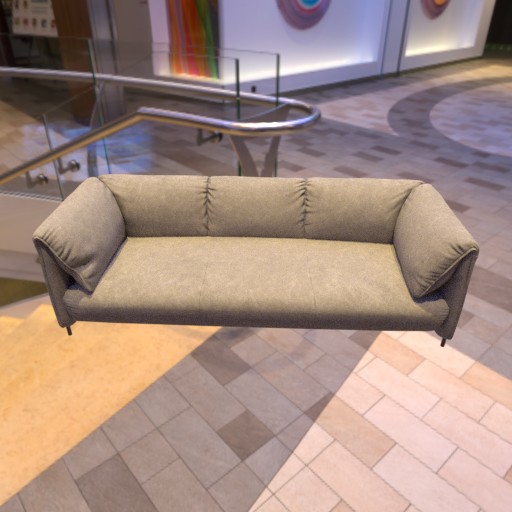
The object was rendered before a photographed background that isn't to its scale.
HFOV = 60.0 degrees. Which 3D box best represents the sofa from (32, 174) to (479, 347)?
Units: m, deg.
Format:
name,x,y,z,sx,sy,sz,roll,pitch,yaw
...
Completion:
name,x,y,z,sx,sy,sz,roll,pitch,yaw
sofa,0.000,0.000,2.690,2.238,0.758,0.899,1,31,2
